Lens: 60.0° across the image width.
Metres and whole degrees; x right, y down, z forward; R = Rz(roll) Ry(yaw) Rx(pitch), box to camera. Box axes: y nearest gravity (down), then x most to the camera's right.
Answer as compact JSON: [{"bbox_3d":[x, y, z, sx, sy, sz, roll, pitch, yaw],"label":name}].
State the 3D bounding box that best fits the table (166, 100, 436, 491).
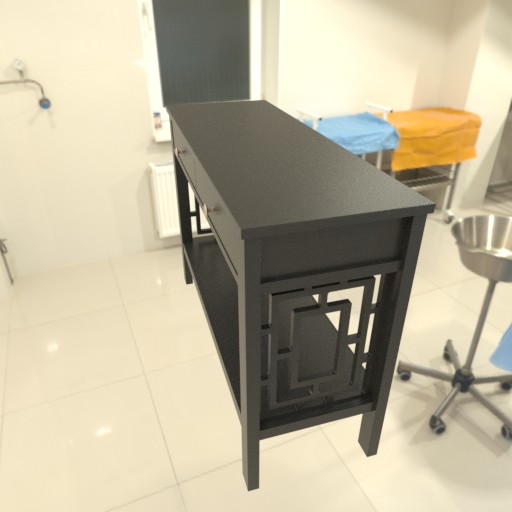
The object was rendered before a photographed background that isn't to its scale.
[{"bbox_3d":[0.000,0.000,1.426,0.397,0.753,1.068,-9,31,-14],"label":"table"}]
